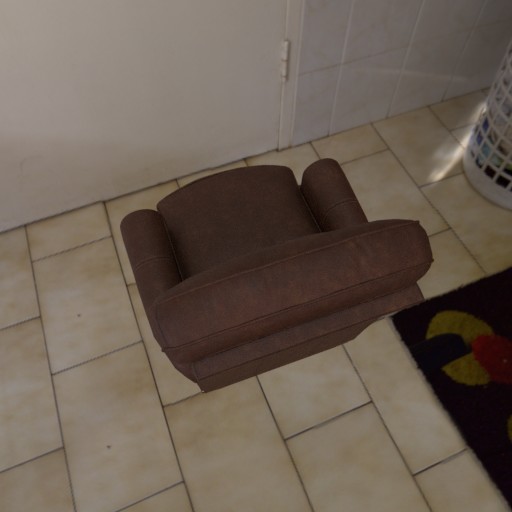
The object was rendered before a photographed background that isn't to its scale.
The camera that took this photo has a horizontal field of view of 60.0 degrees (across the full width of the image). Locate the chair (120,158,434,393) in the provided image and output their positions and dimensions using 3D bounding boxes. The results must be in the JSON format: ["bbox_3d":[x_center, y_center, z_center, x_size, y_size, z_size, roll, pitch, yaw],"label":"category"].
[{"bbox_3d":[0.000,0.000,1.736,0.936,1.018,0.986,-17,61,-10],"label":"chair"}]
